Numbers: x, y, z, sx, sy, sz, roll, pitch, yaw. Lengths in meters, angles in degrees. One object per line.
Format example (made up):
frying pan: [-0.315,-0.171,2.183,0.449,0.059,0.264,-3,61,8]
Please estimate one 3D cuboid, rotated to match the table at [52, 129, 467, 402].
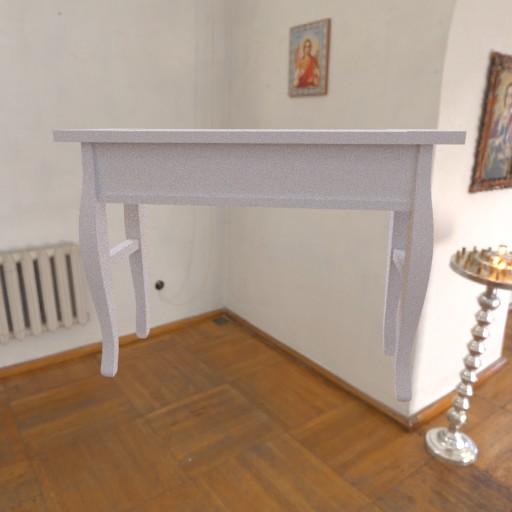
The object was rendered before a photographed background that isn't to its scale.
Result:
table: [0.000,0.000,1.402,1.062,0.768,0.373,2,17,8]
